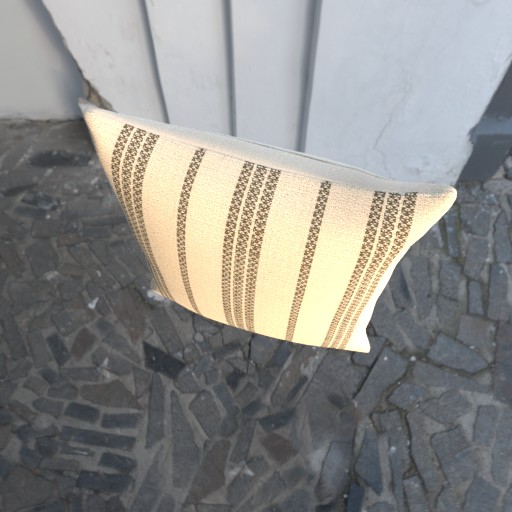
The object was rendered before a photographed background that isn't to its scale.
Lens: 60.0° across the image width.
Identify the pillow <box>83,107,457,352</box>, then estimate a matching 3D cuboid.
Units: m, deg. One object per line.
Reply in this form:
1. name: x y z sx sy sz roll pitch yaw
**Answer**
1. pillow: 0.000 0.000 0.621 0.405 0.406 0.173 15 58 9
